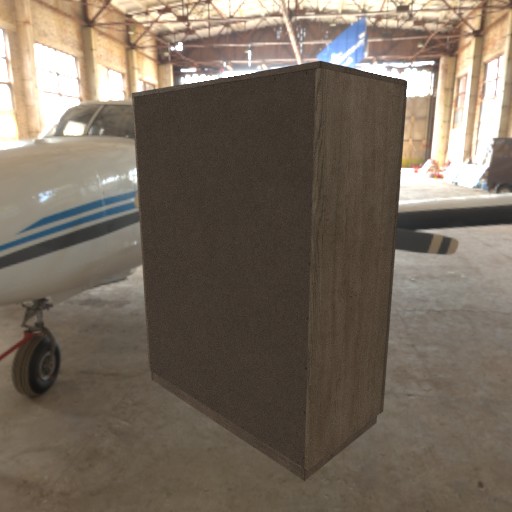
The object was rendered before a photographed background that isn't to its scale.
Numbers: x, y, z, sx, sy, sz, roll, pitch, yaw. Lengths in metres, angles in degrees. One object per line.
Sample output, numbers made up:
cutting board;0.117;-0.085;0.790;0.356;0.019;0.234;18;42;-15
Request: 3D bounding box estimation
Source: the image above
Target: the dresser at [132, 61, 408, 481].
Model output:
dresser;0.000;0.000;1.806;0.483;1.295;0.967;-13;19;-43
